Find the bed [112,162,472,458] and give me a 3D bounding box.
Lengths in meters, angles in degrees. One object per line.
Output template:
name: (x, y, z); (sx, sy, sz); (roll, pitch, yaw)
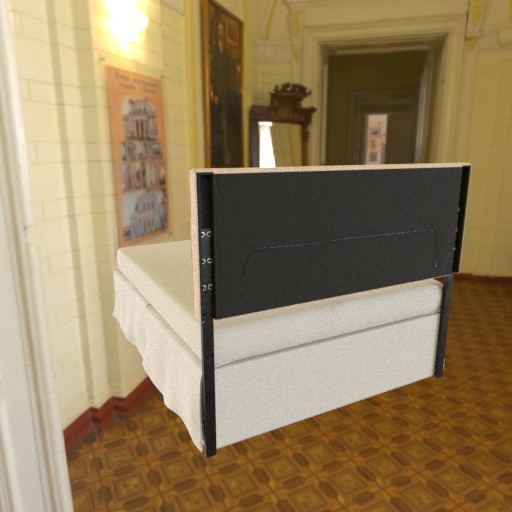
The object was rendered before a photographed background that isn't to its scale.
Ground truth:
bed: (0.000, 0.000, 3.010); (1.643, 1.270, 1.978); (-7, 15, -27)
